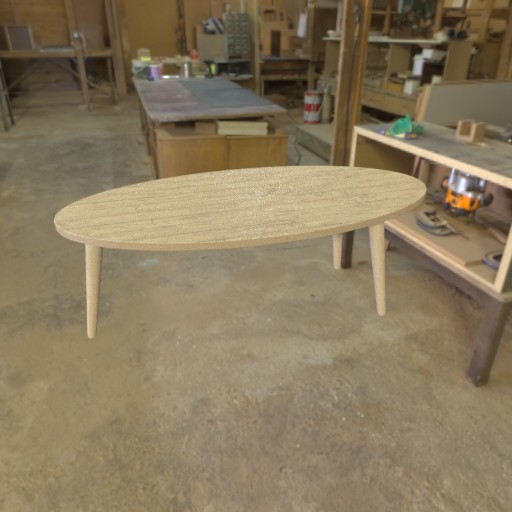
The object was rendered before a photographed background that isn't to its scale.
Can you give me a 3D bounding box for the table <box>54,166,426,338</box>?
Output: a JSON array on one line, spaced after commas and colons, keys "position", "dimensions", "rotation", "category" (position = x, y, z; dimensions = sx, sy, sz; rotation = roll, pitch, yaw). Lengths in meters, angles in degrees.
[{"position": [0.000, 0.000, 1.370], "dimensions": [1.083, 0.390, 0.542], "rotation": [-8, 29, -15], "category": "table"}]
